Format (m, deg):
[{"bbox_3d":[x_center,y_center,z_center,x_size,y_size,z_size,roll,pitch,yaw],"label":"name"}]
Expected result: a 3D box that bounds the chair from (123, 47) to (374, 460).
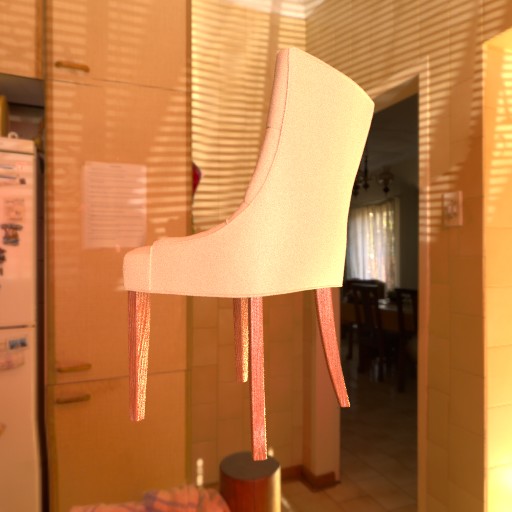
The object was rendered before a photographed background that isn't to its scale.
[{"bbox_3d":[0.000,0.000,1.224,0.565,0.874,0.509,0,0,37],"label":"chair"}]
